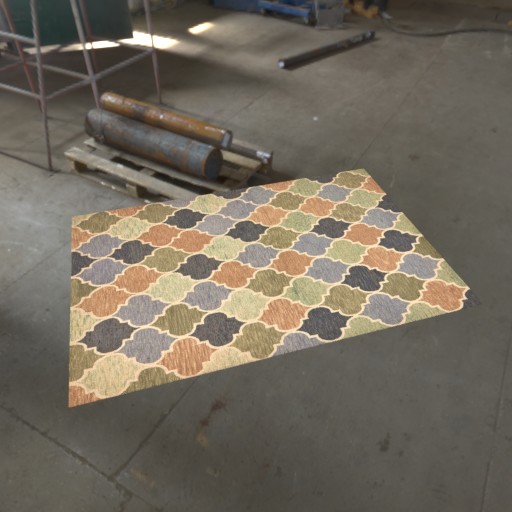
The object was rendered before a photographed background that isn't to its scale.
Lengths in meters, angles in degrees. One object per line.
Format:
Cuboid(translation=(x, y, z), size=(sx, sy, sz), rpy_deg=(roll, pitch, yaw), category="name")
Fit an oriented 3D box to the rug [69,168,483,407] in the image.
Cuboid(translation=(0.000, 0.000, 2.288), size=(1.828, 0.006, 1.216), rpy_deg=(-11, 44, -12), category="rug")
